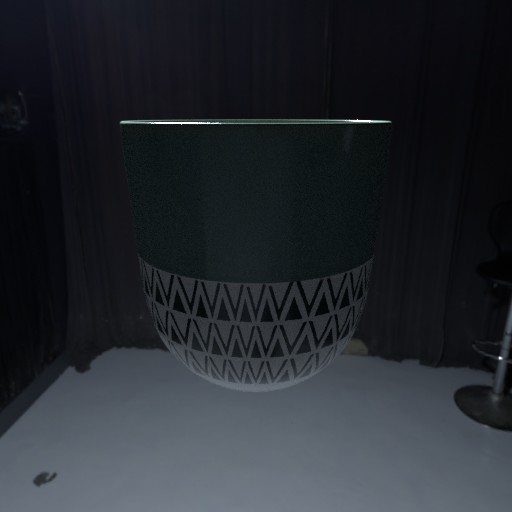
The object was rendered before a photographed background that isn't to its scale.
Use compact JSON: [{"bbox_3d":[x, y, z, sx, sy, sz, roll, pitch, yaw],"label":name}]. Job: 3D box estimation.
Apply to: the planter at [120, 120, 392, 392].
[{"bbox_3d":[0.000,0.000,0.368,0.198,0.214,0.198,0,18,0],"label":"planter"}]
